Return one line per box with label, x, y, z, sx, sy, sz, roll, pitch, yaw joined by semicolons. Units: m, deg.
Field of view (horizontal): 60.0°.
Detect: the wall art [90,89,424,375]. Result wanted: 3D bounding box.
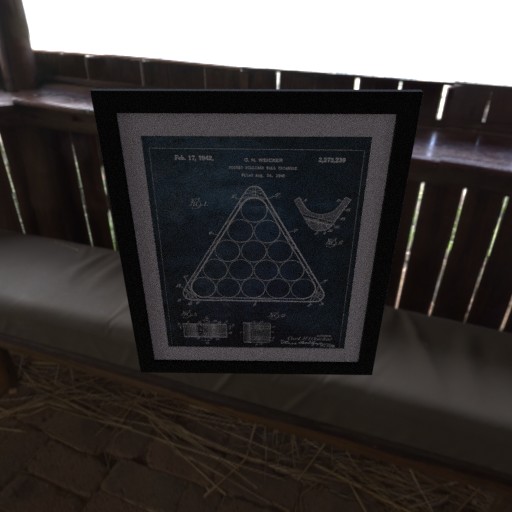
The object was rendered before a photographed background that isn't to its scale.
wall art;0.000;0.000;0.508;0.311;0.361;0.010;0;30;1
